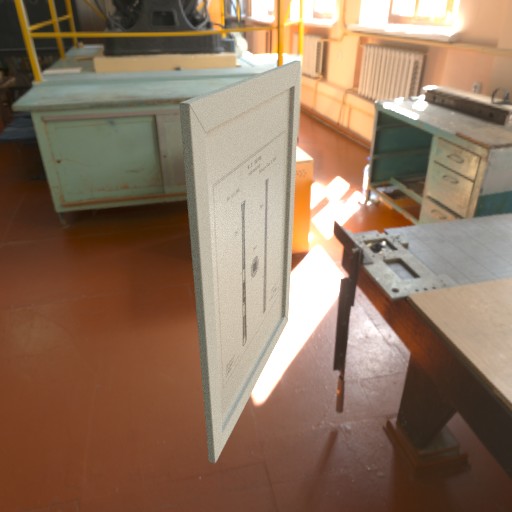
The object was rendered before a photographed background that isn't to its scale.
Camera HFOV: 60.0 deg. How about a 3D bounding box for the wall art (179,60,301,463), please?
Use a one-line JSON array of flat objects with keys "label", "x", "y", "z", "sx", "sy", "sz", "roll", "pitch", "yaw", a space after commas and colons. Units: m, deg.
[{"label": "wall art", "x": 0.000, "y": 0.000, "z": 0.697, "sx": 0.012, "sy": 0.529, "sz": 0.374, "roll": 11, "pitch": 32, "yaw": 18}]
